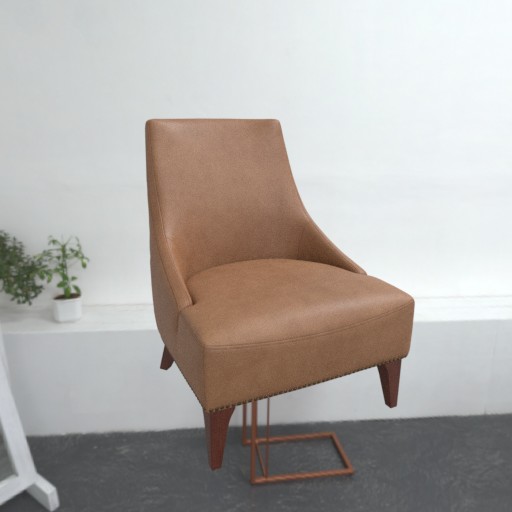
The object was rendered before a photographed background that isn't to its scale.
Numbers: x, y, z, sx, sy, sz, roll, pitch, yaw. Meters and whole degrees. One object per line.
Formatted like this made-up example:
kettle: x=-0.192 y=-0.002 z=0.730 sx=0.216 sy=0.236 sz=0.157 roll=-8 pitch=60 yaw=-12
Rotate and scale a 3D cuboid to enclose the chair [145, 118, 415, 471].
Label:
chair: x=0.000 y=0.000 z=1.526 sx=0.701 sy=0.909 sz=0.861 roll=-8 pitch=19 yaw=-25
